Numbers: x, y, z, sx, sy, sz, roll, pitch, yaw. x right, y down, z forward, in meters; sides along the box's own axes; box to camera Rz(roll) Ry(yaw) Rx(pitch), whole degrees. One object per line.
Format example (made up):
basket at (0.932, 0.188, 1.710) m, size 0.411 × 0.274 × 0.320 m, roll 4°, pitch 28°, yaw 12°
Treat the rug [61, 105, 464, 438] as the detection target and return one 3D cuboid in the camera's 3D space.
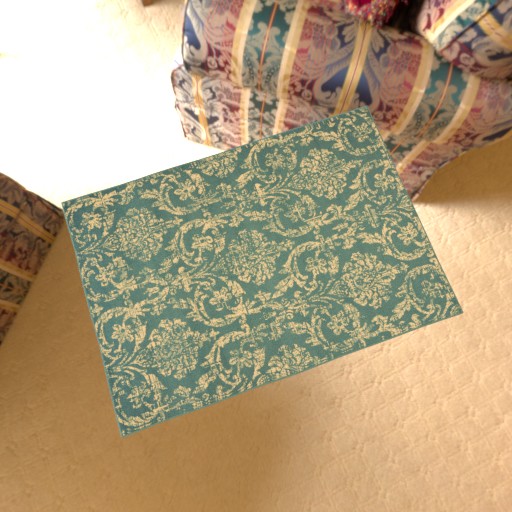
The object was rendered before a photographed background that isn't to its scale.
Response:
rug at (0.000, 0.000, 2.857) m, size 2.205 × 0.012 × 1.554 m, roll -19°, pitch 76°, yaw -5°
